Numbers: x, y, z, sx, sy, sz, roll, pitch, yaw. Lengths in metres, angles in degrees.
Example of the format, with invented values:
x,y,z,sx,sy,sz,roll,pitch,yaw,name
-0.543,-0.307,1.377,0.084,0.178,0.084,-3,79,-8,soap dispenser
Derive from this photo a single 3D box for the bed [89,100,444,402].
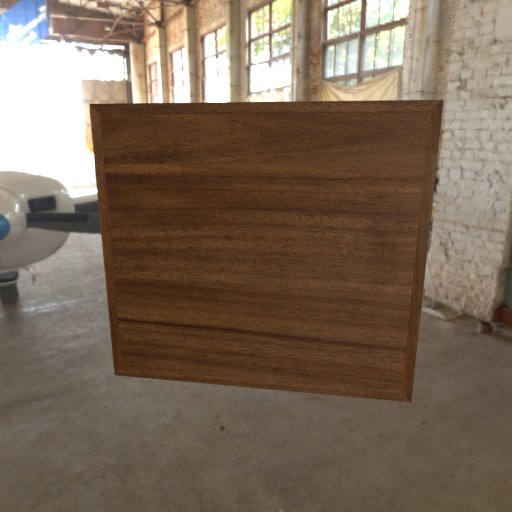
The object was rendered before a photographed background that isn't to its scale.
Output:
x,y,z,sx,sy,sz,roll,pitch,yaw,name
0.000,0.000,1.432,1.041,0.940,0.043,3,16,9,bed
